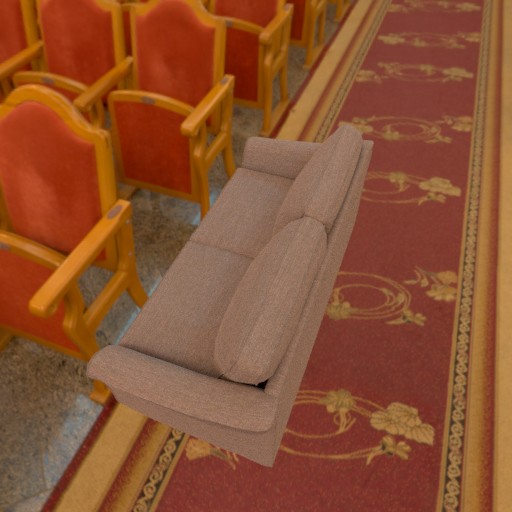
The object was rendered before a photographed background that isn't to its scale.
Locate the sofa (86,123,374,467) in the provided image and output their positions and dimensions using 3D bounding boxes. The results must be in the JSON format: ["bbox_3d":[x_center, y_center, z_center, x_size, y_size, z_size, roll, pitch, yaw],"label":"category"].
[{"bbox_3d":[0.000,0.000,2.803,0.980,0.965,2.270,16,49,14],"label":"sofa"}]
